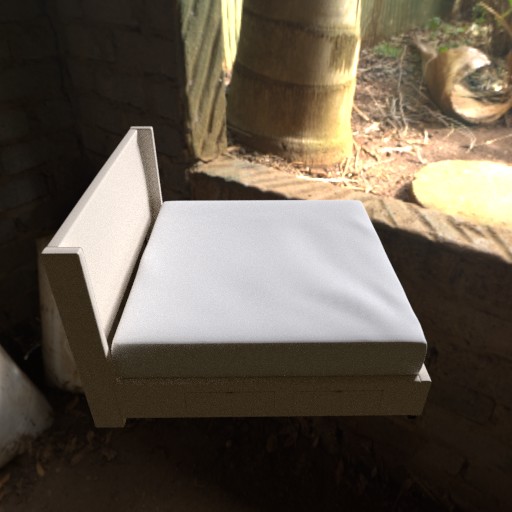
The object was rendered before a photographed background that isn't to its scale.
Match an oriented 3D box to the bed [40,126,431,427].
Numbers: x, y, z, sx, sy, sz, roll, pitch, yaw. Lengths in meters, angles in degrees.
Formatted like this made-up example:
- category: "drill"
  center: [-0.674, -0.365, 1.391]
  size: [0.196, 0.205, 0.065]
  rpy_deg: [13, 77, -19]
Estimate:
- category: "bed"
  center: [0.000, 0.000, 3.605]
  size: [2.293, 1.471, 2.145]
  rpy_deg: [0, 34, -1]
